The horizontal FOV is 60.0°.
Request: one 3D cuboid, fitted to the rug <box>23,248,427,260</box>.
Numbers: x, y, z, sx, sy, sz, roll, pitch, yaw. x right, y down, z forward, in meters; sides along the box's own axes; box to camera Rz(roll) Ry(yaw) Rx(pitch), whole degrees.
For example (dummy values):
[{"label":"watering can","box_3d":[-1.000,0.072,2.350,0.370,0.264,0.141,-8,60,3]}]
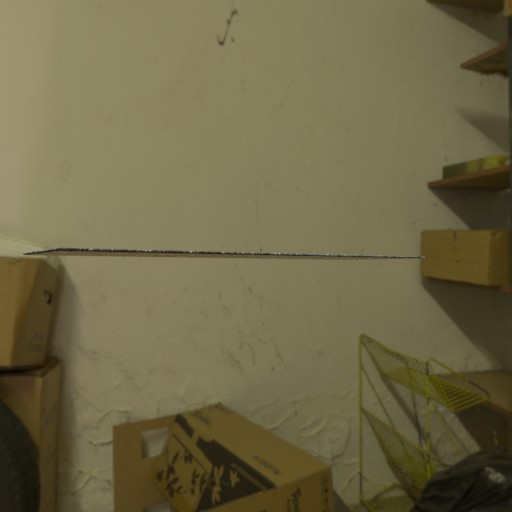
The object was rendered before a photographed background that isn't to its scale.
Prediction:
[{"label":"rug","box_3d":[0.000,0.000,2.546,2.306,0.013,0.719,1,-2,-36]}]
